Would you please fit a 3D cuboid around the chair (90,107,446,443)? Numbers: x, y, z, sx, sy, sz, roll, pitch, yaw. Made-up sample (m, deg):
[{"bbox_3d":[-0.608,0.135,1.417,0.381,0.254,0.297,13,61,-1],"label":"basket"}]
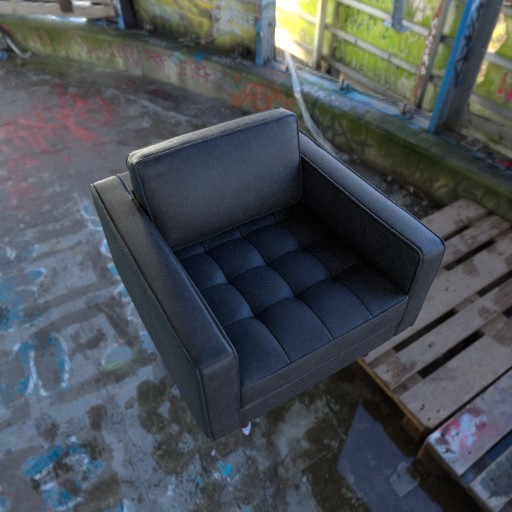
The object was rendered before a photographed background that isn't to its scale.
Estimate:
[{"bbox_3d":[0.000,0.000,1.619,0.889,0.763,0.914,-23,50,-21],"label":"chair"}]
